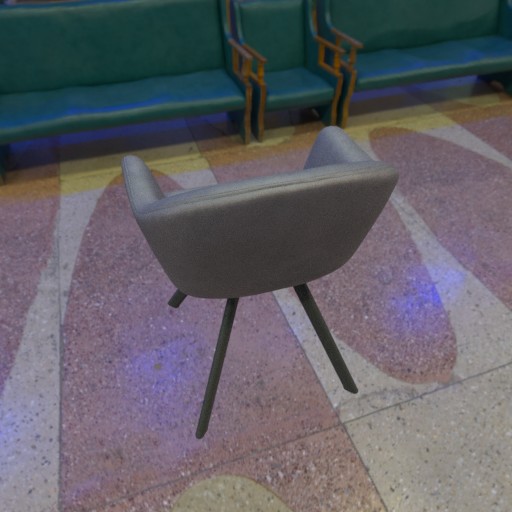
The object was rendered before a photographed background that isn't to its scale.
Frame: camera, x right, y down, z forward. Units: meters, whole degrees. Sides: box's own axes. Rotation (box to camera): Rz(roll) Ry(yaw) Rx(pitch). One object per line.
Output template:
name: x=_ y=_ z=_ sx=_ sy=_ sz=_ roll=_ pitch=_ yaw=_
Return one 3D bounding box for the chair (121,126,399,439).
chair: x=0.000 y=0.000 z=1.143 sx=0.567 sy=0.781 sz=0.544 roll=-12 pitch=44 yaw=-12
